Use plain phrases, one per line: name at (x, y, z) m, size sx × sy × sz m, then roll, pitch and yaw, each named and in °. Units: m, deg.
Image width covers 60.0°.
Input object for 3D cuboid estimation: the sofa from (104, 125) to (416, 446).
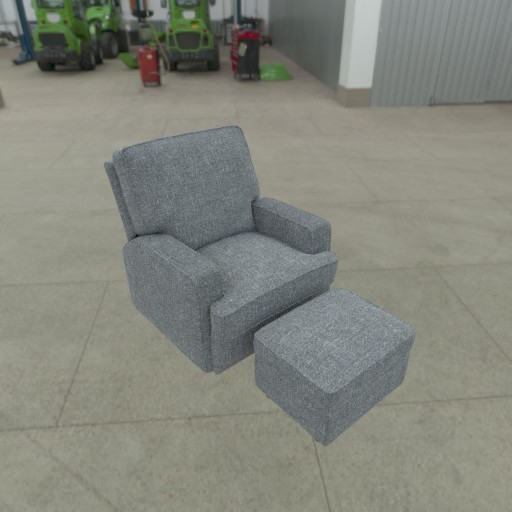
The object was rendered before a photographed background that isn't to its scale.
sofa at (0.000, 0.000, 2.110) m, size 0.861 × 0.959 × 1.472 m, roll -23°, pitch 37°, yaw -34°
